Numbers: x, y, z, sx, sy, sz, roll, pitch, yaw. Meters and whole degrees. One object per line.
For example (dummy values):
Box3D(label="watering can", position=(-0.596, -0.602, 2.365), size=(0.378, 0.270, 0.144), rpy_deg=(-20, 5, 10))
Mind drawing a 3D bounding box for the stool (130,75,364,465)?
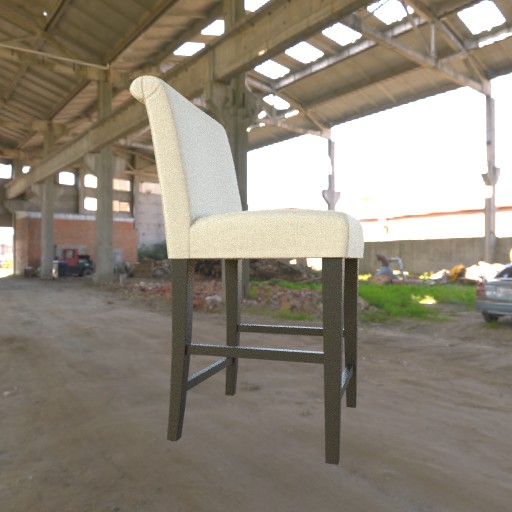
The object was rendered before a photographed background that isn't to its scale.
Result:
Box3D(label="stool", position=(0.000, 0.000, 1.321), size=(0.597, 0.976, 0.452), rpy_deg=(0, -1, 18))
